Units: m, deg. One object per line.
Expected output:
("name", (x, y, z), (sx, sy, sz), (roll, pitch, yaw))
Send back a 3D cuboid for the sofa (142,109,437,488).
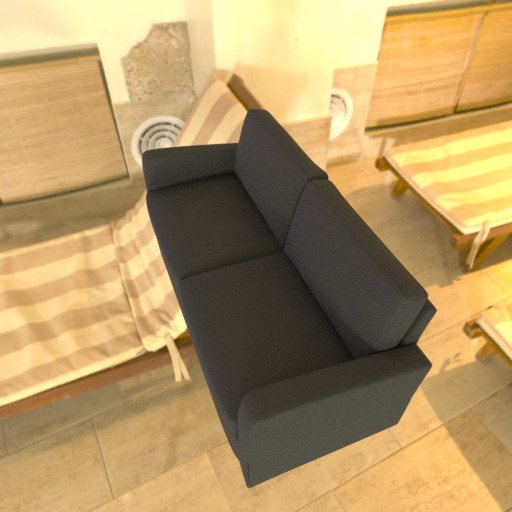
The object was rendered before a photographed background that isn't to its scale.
("sofa", (0.000, 0.000, 2.340), (0.898, 0.839, 1.852), (-16, 47, -15))
